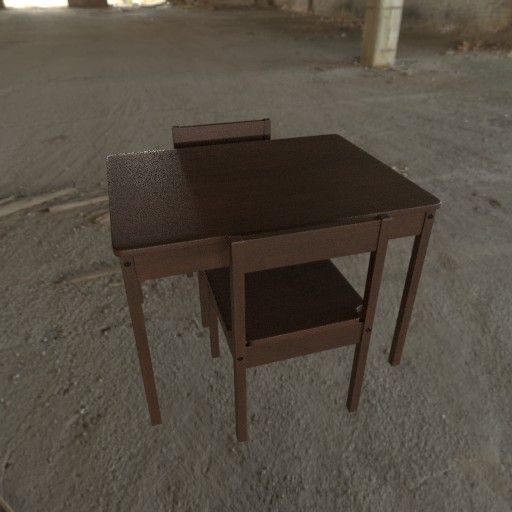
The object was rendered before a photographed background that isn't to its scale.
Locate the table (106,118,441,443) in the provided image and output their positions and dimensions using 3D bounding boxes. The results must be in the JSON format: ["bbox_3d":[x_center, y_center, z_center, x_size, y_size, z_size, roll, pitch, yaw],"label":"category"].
[{"bbox_3d":[0.000,0.000,1.129,0.650,0.503,0.672,-9,33,-14],"label":"table"}]
